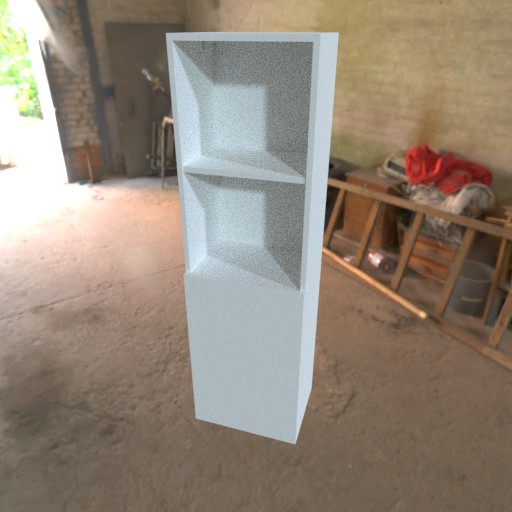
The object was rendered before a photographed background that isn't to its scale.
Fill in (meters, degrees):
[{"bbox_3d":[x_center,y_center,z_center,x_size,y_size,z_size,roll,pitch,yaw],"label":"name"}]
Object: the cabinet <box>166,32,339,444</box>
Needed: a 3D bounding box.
[{"bbox_3d":[0.000,0.000,1.501,0.400,1.350,0.300,8,29,16],"label":"cabinet"}]
